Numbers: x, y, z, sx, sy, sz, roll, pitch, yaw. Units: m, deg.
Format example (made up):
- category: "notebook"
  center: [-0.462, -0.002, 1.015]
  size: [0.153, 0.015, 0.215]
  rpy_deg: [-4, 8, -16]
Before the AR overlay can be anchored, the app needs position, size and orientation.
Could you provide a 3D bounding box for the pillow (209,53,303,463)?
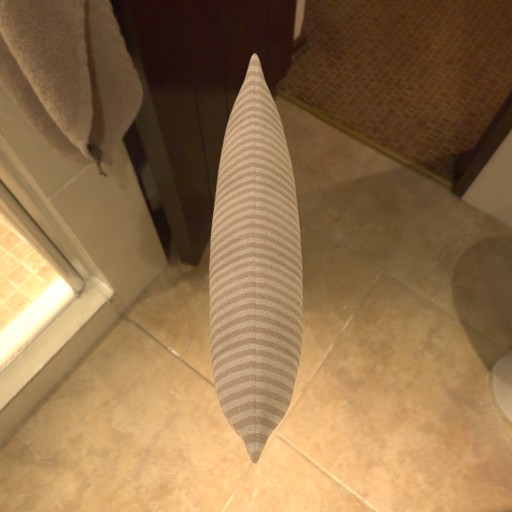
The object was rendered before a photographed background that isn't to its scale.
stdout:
- category: "pillow"
  center: [0.000, 0.000, 0.735]
  size: [0.151, 0.295, 0.617]
  rpy_deg: [0, 63, 0]
